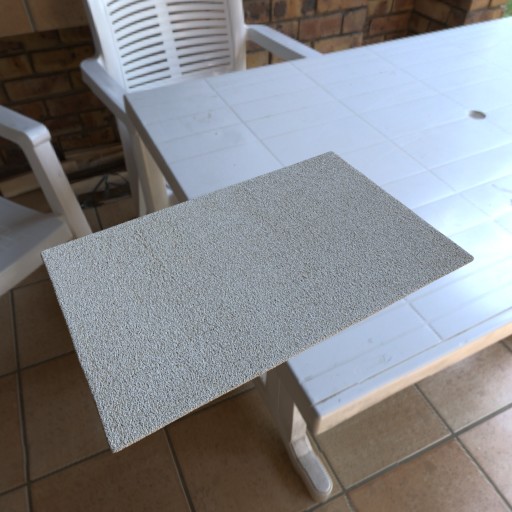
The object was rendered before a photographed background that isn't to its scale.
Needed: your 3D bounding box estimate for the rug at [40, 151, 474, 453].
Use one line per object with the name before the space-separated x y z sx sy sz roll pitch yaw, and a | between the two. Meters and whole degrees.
rug | 0.000 0.000 2.923 2.438 0.030 1.524 -23 49 -21
